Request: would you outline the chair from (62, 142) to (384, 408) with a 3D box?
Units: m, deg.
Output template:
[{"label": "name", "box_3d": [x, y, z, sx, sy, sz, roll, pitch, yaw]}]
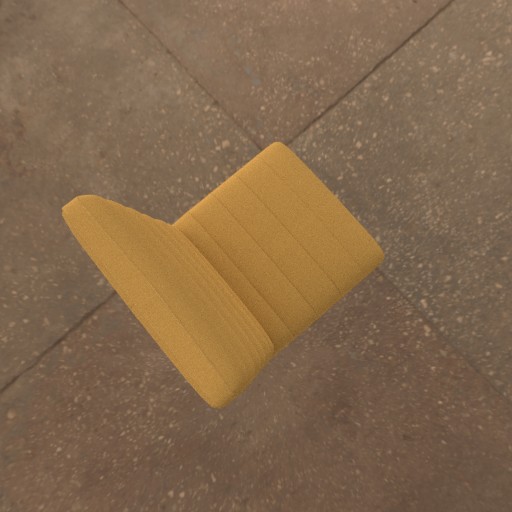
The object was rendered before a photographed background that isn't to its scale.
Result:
[{"label": "chair", "box_3d": [0.000, 0.000, 1.326, 0.634, 0.930, 0.520, -39, 80, -8]}]
